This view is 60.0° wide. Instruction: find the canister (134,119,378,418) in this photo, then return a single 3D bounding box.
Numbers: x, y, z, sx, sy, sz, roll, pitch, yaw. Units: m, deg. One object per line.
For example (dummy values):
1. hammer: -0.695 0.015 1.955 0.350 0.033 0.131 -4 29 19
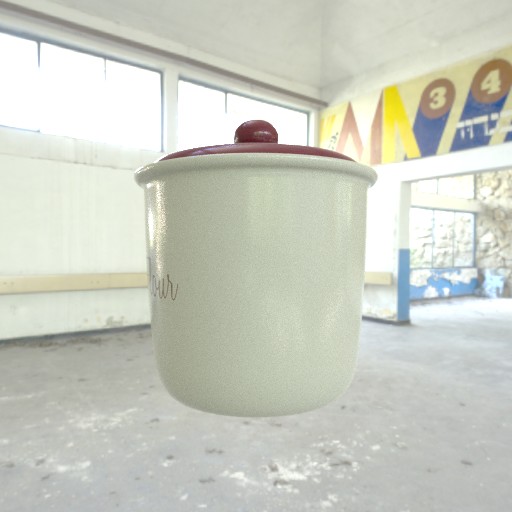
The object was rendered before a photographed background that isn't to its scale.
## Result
1. canister: 0.000 0.000 0.342 0.182 0.208 0.182 0 0 0
